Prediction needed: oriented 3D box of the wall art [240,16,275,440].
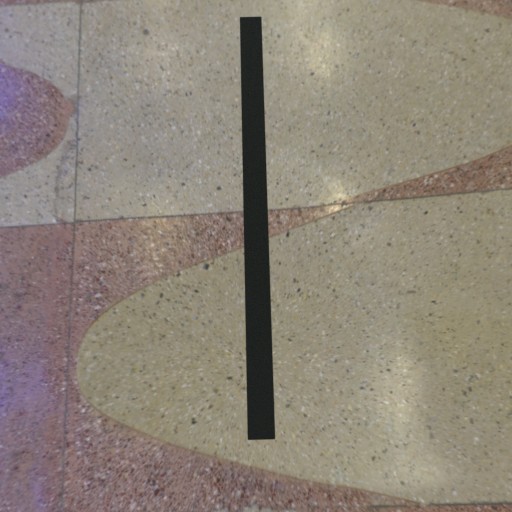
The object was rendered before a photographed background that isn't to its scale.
[{"bbox_3d":[0.000,0.000,1.126,0.044,0.758,0.758,-1,76,0],"label":"wall art"}]
